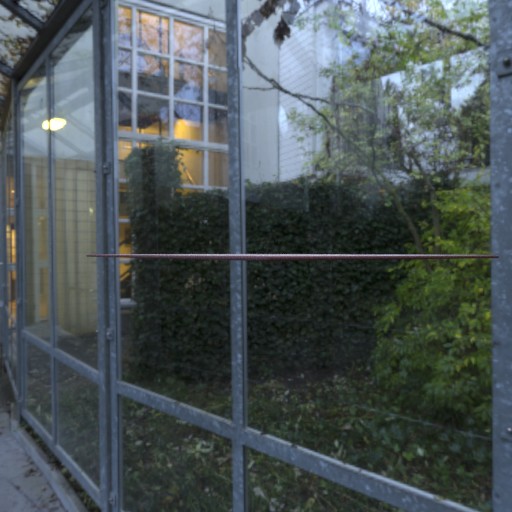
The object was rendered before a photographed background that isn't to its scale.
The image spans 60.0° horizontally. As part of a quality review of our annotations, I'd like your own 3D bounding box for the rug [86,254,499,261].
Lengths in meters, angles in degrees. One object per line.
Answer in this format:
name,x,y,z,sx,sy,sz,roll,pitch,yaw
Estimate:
rug,0.000,0.000,5.667,3.033,0.033,4.578,0,0,-35
